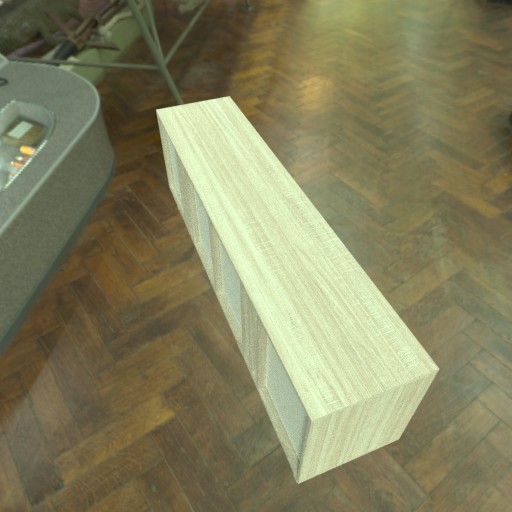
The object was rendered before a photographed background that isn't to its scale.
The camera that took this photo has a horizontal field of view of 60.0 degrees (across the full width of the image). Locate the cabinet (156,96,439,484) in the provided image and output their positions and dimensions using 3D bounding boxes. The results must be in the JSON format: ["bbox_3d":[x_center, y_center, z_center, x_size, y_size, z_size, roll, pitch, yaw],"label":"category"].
[{"bbox_3d":[0.000,0.000,2.474,0.500,0.780,2.200,-16,48,-15],"label":"cabinet"}]
